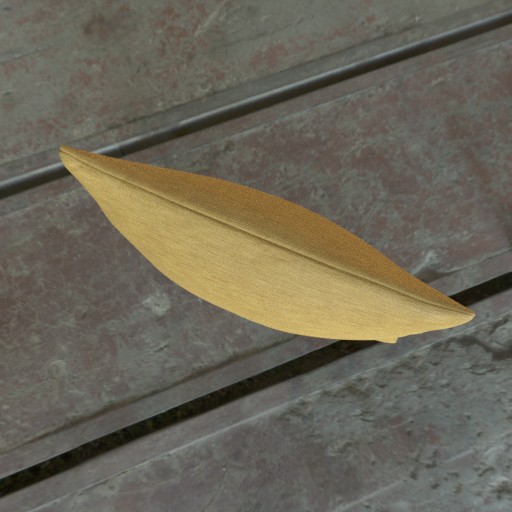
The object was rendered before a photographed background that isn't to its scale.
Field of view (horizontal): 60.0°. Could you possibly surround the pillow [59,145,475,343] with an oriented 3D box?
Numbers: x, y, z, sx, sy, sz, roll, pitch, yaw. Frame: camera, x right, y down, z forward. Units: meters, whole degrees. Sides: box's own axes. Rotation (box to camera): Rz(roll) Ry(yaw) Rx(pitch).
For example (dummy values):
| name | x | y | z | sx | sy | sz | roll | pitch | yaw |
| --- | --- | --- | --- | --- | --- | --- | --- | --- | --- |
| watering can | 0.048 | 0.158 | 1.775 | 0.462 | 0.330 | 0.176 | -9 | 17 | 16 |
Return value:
| name | x | y | z | sx | sy | sz | roll | pitch | yaw |
| --- | --- | --- | --- | --- | --- | --- | --- | --- | --- |
| pillow | 0.000 | 0.000 | 0.780 | 0.634 | 0.354 | 0.210 | 22 | 75 | 6 |
